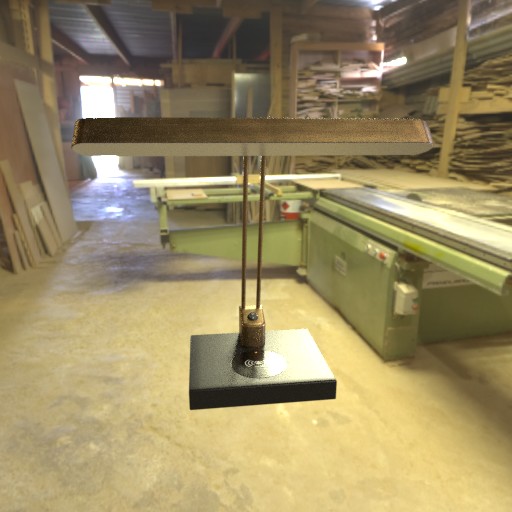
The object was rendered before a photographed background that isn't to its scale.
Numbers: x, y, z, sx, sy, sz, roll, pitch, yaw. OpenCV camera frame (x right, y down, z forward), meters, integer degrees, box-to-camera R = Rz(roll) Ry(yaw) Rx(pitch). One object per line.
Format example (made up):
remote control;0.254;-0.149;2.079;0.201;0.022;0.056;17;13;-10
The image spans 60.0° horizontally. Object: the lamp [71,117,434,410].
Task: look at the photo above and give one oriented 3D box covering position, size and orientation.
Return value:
lamp;0.000;0.000;0.584;0.412;0.345;0.156;-2;16;-7
